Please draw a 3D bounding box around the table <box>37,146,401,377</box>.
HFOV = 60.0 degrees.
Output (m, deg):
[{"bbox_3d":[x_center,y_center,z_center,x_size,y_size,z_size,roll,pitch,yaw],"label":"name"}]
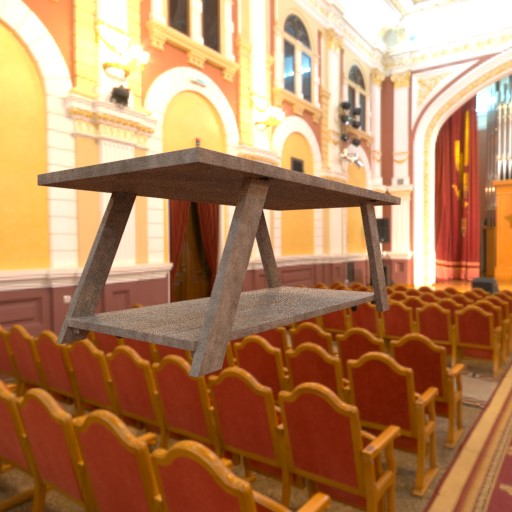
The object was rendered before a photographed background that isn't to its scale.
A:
[{"bbox_3d":[0.000,0.000,1.546,0.610,0.470,1.219,1,2,36],"label":"table"}]
